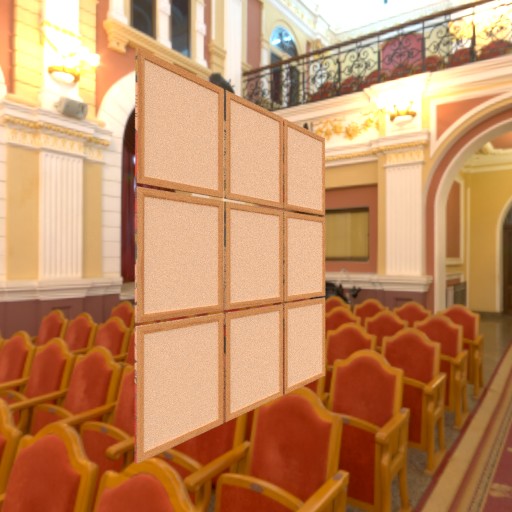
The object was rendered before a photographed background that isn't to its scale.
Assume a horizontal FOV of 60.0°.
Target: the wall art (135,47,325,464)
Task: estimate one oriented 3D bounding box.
[{"bbox_3d":[0.000,0.000,2.250,0.013,1.534,1.519,0,-1,36],"label":"wall art"}]
